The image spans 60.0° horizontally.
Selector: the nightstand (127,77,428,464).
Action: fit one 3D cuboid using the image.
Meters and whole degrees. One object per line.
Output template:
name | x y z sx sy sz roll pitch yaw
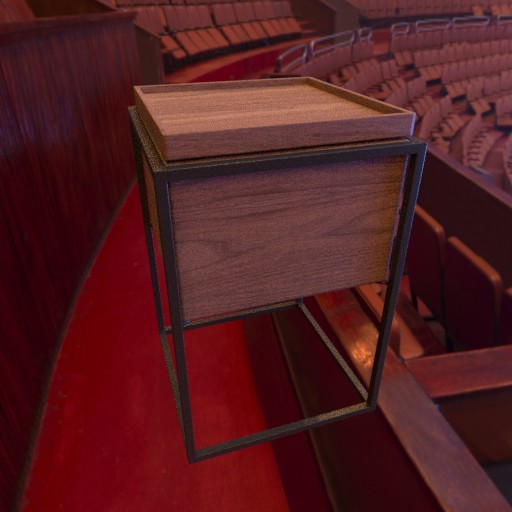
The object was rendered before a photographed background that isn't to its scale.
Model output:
nightstand | 0.000 0.000 0.888 0.397 0.607 0.397 -10 32 -16
